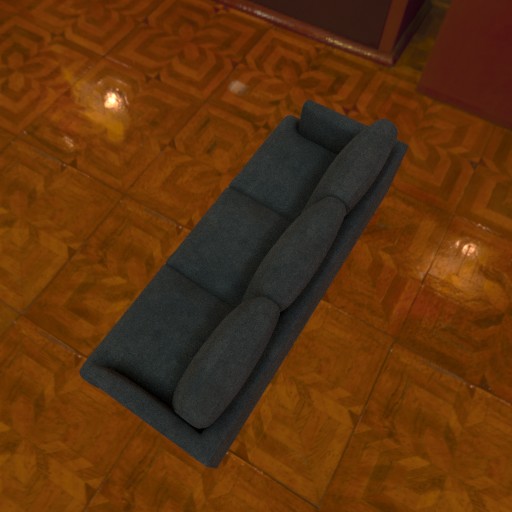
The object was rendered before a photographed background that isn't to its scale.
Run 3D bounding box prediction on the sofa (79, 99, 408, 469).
[{"bbox_3d":[0.000,0.000,2.704,0.903,0.930,2.246,30,67,14],"label":"sofa"}]
